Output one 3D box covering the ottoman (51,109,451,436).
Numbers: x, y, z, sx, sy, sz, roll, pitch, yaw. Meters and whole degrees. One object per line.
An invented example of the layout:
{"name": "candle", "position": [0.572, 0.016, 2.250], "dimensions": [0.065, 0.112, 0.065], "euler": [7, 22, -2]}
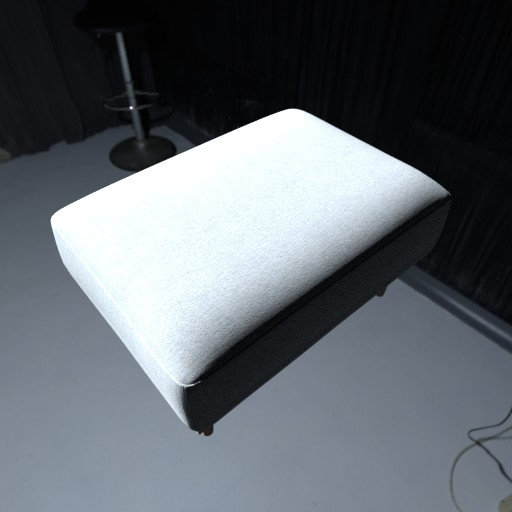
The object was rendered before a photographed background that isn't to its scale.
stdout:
{"name": "ottoman", "position": [0.000, 0.000, 1.080], "dimensions": [0.749, 0.428, 0.549], "euler": [-32, 54, -27]}
